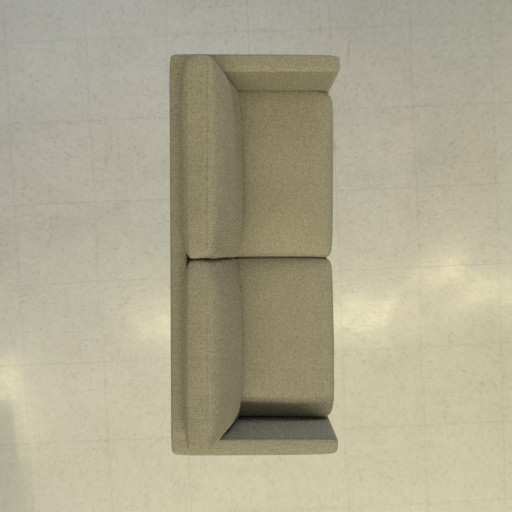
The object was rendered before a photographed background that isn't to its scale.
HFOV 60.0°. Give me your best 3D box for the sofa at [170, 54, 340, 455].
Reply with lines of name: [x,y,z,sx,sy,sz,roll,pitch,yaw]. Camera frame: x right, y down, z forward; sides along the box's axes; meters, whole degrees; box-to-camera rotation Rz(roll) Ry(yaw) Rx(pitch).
sofa: [0.000,0.000,2.688,0.956,0.960,2.208,0,91,-1]
